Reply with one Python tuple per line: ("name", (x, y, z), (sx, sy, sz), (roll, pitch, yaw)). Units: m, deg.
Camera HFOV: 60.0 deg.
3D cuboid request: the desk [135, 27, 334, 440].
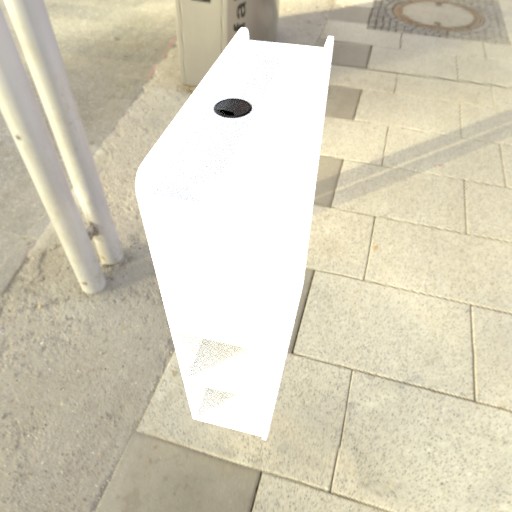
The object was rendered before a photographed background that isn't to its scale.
("desk", (0.000, 0.000, 1.499), (0.278, 1.190, 0.795), (11, 48, 10))
